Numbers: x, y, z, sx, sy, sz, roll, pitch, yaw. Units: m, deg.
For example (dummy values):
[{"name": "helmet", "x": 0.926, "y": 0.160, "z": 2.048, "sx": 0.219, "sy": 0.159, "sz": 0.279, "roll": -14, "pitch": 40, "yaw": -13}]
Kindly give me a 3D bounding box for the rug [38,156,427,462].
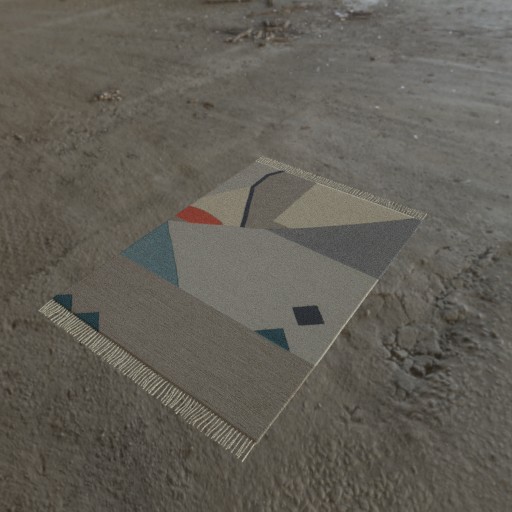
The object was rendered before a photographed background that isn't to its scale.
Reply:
[{"name": "rug", "x": 0.000, "y": 0.000, "z": 2.363, "sx": 1.220, "sy": 0.005, "sz": 1.828, "roll": 25, "pitch": 47, "yaw": 26}]
